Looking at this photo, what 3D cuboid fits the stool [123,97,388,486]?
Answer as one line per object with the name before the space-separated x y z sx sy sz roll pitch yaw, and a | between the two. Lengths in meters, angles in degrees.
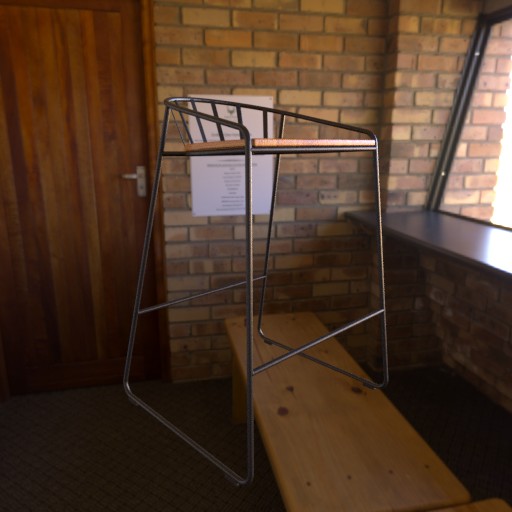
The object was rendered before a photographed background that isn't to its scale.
stool | 0.000 0.000 1.159 0.546 0.812 0.521 -13 19 -43
